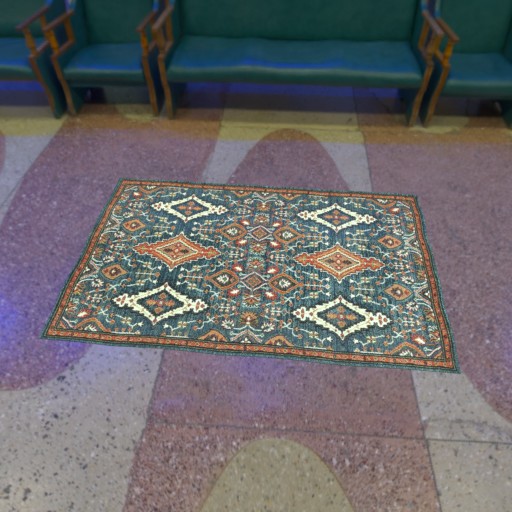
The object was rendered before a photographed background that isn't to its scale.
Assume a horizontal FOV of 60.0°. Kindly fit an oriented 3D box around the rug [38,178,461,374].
[{"bbox_3d":[0.000,0.000,4.216,3.371,0.008,2.190,4,47,4],"label":"rug"}]
